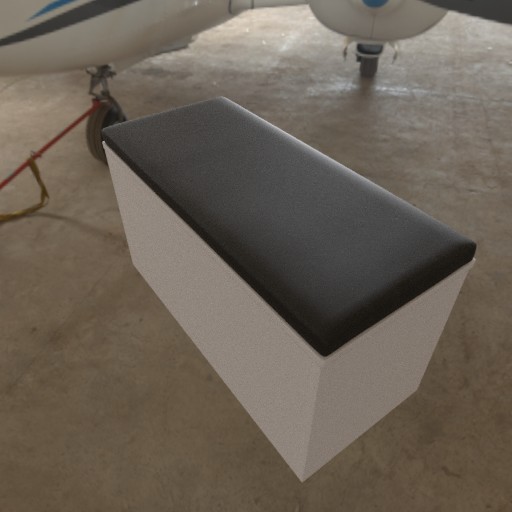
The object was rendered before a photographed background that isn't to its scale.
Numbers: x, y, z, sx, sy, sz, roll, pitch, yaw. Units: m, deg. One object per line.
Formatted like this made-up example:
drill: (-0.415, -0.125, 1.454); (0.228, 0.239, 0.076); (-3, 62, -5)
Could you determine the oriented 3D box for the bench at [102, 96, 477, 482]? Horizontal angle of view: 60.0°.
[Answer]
bench: (0.000, 0.000, 1.175); (0.401, 0.500, 0.899); (-26, 47, -26)
